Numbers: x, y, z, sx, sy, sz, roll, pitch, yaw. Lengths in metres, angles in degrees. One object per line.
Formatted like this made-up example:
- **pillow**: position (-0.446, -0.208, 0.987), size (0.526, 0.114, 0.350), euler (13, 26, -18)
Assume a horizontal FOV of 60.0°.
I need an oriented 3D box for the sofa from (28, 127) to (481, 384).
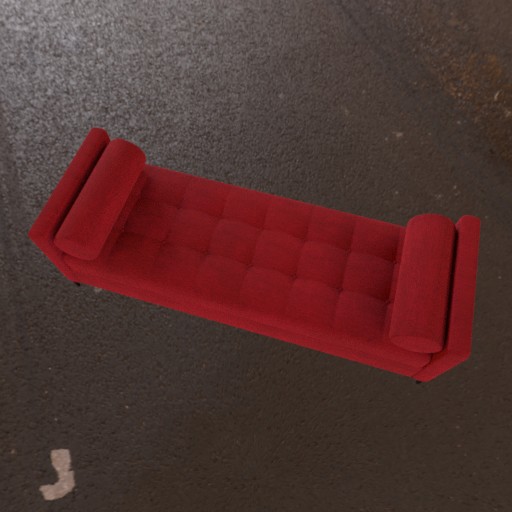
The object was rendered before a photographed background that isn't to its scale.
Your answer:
- **sofa**: position (0.000, 0.000, 2.298), size (1.981, 0.635, 0.686), euler (15, 64, 7)
